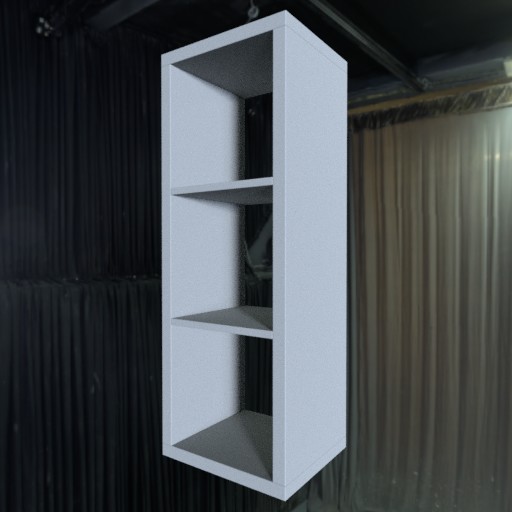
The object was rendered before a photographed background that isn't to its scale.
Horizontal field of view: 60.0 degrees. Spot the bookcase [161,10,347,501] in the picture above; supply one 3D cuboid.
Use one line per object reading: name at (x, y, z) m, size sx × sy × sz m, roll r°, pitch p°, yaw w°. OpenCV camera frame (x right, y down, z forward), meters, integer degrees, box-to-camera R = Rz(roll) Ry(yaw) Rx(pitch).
bookcase at (0.000, 0.000, 1.221) m, size 0.390 × 1.080 × 0.330 m, roll 1°, pitch 1°, yaw 35°
